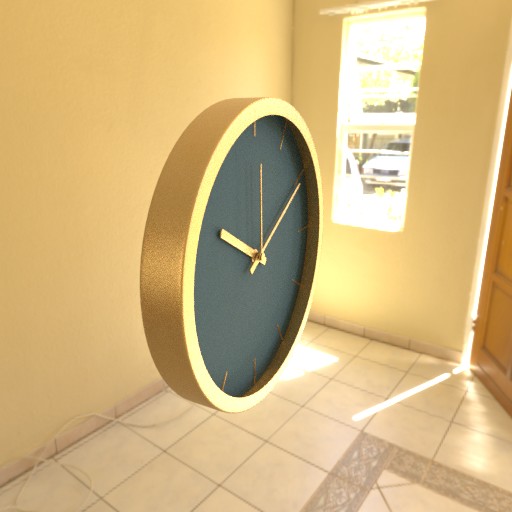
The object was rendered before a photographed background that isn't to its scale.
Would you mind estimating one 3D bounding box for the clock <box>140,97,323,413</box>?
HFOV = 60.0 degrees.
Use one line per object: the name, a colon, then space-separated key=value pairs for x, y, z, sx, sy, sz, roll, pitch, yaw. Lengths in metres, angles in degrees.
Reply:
clock: x=0.000 y=0.000 z=0.466 sx=0.040 sy=0.314 sz=0.314 roll=8 pitch=19 yaw=26
